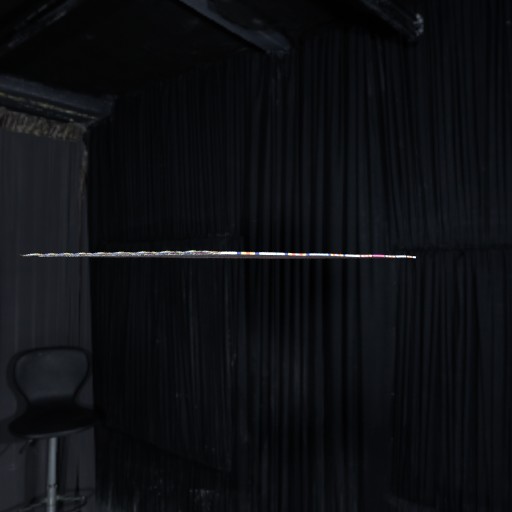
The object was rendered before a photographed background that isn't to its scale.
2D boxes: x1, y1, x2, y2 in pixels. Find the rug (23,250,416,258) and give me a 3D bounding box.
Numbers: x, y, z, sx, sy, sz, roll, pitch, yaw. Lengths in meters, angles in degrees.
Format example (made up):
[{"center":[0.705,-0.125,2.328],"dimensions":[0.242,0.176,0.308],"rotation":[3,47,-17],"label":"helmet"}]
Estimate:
[{"center":[0.000,0.000,2.263],"dimensions":[1.084,0.013,1.849],"rotation":[-1,-1,37],"label":"rug"}]
